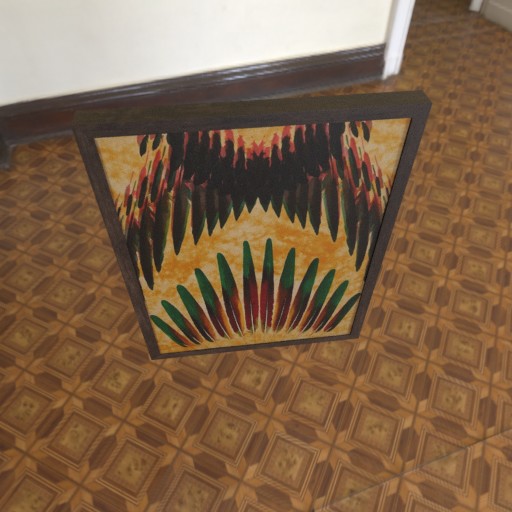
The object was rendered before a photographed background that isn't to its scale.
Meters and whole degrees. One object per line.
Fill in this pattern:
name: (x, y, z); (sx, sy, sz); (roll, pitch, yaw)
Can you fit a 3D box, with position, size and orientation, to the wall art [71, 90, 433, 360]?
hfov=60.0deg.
wall art: (0.000, 0.000, 0.558); (0.329, 0.406, 0.027); (-5, 48, -5)
